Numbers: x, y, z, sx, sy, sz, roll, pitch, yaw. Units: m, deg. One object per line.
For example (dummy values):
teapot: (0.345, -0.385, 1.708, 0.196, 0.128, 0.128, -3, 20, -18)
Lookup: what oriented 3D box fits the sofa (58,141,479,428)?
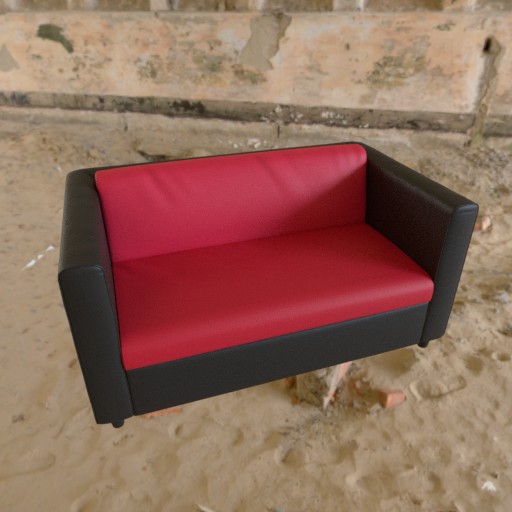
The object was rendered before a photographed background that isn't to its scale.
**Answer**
sofa: (0.000, 0.000, 1.865, 1.410, 0.735, 0.845, -10, 32, -16)
